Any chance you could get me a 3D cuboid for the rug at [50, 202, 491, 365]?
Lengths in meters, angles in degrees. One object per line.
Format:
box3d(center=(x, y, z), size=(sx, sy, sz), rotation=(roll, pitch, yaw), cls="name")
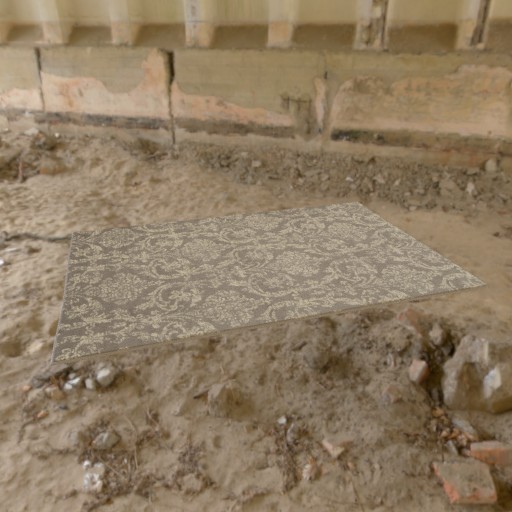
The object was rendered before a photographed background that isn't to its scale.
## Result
box3d(center=(0.000, 0.000, 3.399), size=(2.746, 0.018, 1.819), rotation=(-8, 27, -15), cls="rug")
